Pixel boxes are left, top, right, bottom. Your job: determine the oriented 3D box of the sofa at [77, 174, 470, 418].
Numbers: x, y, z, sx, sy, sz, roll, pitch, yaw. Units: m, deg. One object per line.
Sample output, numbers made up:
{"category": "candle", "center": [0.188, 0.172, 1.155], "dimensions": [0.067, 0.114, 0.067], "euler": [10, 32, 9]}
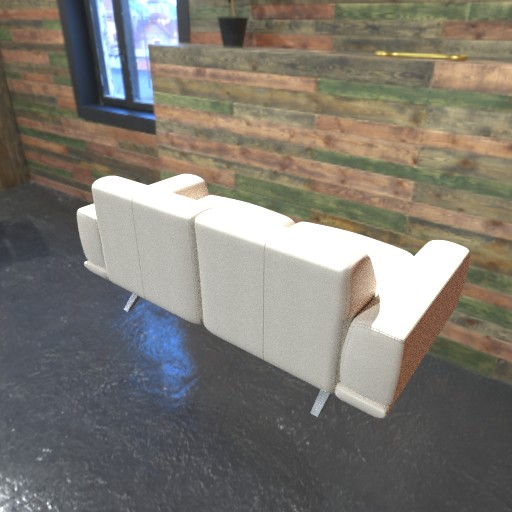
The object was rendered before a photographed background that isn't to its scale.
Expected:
{"category": "sofa", "center": [0.000, 0.000, 2.339], "dimensions": [1.901, 0.772, 0.900], "euler": [20, 34, 32]}
